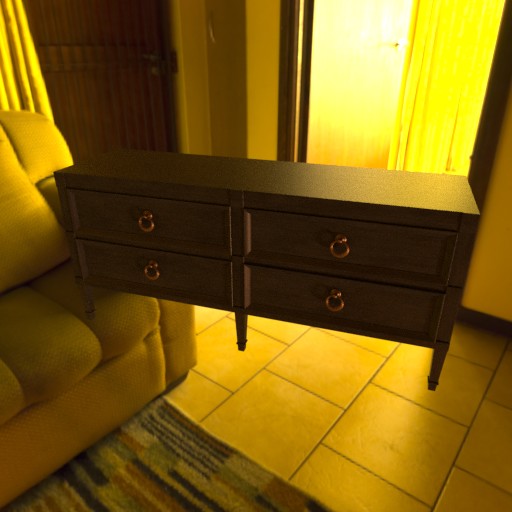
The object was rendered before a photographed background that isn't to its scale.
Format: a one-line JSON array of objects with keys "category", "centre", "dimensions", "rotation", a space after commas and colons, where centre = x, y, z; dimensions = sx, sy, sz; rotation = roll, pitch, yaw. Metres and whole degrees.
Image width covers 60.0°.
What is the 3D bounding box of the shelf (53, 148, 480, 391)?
[{"category": "shelf", "centre": [0.000, 0.000, 1.910], "dimensions": [1.575, 0.719, 0.479], "rotation": [8, 27, 16]}]
